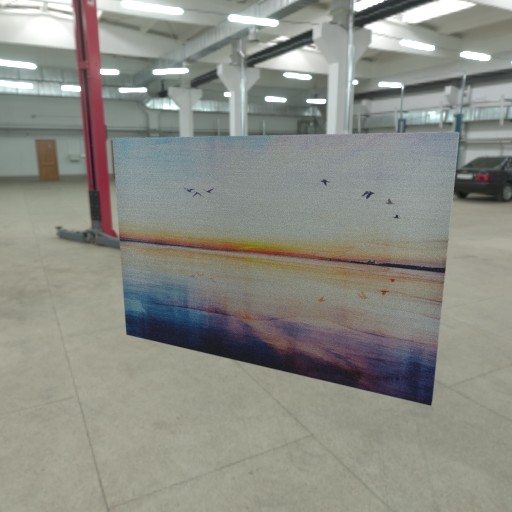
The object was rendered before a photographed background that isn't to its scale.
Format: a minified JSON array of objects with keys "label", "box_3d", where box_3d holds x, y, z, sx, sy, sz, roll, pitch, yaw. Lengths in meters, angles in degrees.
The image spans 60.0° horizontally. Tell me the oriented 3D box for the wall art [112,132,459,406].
[{"label":"wall art","box_3d":[0.000,0.000,0.767,0.604,0.402,0.018,6,15,26]}]
